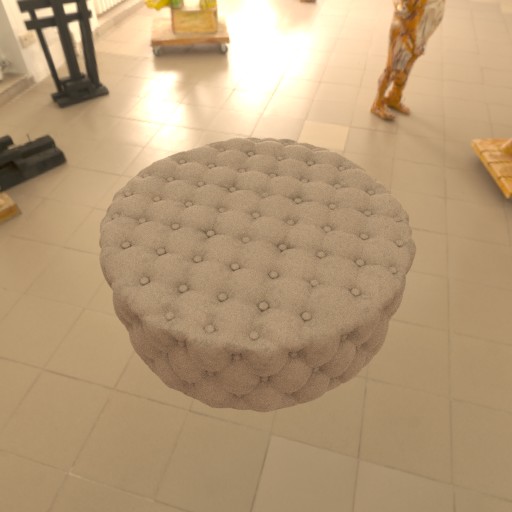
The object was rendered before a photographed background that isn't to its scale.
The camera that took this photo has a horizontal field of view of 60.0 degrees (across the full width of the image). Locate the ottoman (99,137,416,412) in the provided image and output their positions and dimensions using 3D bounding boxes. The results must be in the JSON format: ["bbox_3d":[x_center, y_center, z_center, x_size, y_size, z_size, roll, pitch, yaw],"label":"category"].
[{"bbox_3d":[0.000,0.000,1.534,0.998,0.399,0.998,0,46,0],"label":"ottoman"}]
